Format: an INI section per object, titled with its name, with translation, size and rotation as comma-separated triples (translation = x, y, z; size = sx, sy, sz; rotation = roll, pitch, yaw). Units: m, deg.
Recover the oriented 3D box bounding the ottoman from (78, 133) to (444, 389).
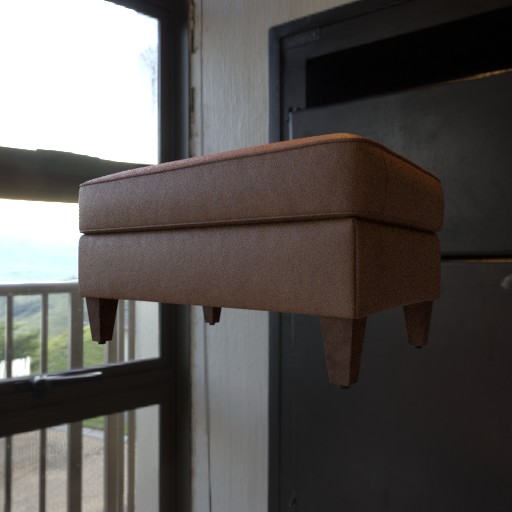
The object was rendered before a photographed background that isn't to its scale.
[ottoman]
translation = 0.000, 0.000, 1.195
size = 0.864, 0.483, 0.584
rotation = -1, -1, 36
